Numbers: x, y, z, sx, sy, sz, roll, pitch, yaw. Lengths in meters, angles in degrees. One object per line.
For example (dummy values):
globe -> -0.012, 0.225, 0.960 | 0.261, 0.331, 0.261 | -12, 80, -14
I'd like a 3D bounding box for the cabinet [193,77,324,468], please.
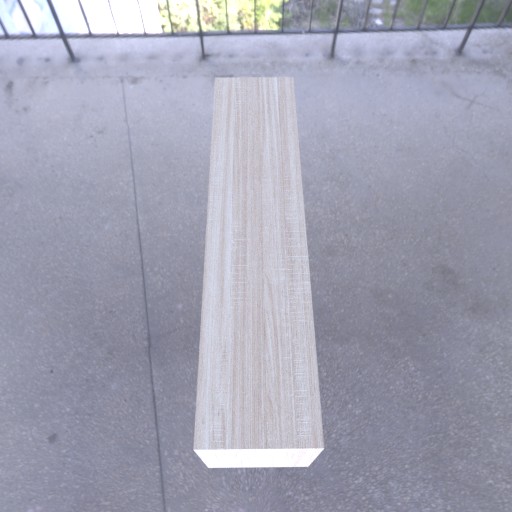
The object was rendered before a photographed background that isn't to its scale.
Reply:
cabinet -> 0.000, 0.000, 2.597 | 0.500, 0.780, 2.200 | -1, 59, 0
